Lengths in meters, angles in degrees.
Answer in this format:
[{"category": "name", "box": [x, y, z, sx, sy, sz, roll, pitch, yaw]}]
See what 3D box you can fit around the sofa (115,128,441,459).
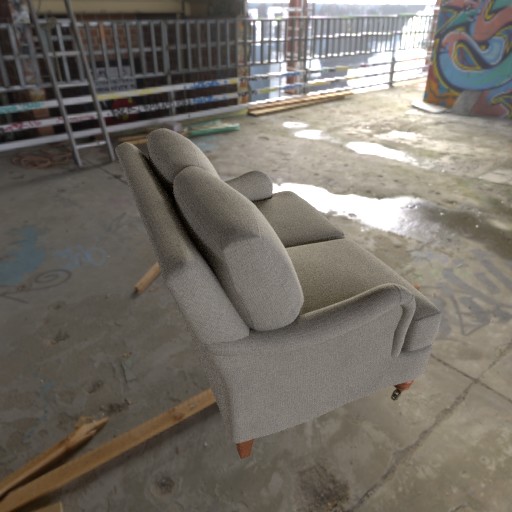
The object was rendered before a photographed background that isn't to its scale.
[{"category": "sofa", "box": [0.000, 0.000, 2.168, 1.087, 0.999, 1.480, -11, 31, -18]}]
